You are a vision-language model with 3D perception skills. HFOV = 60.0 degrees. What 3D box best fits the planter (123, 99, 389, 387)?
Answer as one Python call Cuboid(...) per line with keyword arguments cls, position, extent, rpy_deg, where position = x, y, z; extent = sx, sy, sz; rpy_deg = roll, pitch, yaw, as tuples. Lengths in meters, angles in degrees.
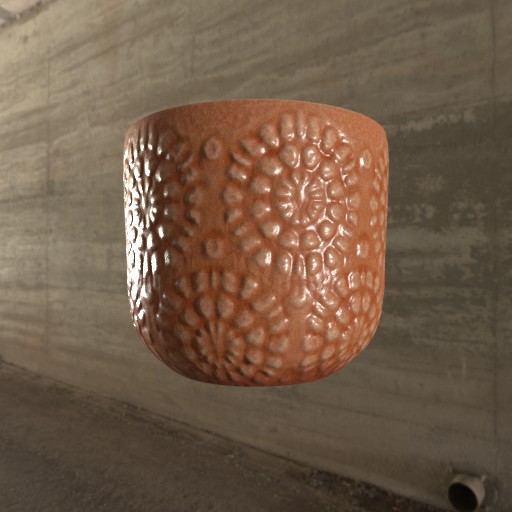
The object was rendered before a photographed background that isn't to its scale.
Cuboid(cls="planter", position=(0.000, 0.000, 0.215), extent=(0.124, 0.109, 0.124), rpy_deg=(0, -1, 0))
